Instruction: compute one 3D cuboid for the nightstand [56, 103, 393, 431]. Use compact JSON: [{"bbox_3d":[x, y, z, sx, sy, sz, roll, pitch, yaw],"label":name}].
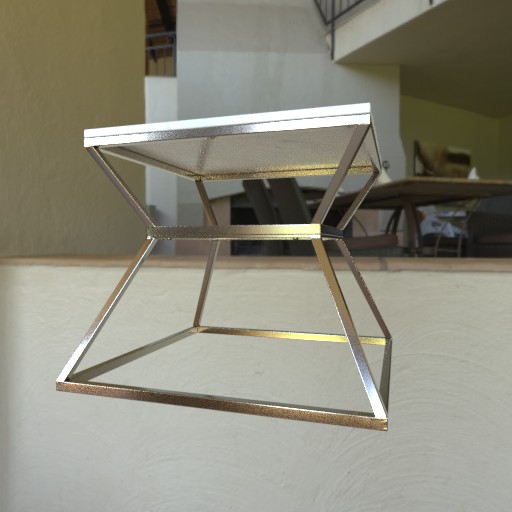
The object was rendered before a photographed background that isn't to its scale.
[{"bbox_3d":[0.000,0.000,0.876,0.513,0.426,0.514,0,2,18],"label":"nightstand"}]
